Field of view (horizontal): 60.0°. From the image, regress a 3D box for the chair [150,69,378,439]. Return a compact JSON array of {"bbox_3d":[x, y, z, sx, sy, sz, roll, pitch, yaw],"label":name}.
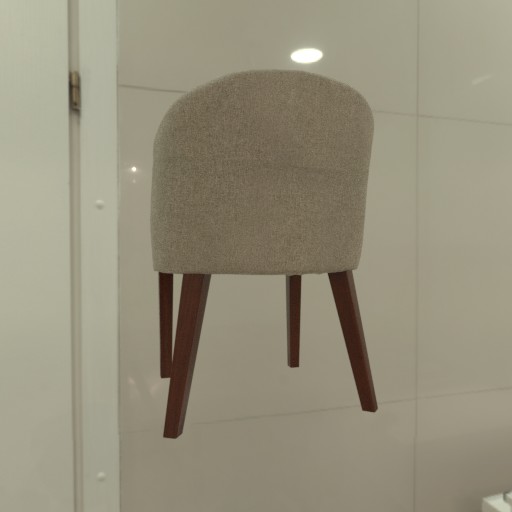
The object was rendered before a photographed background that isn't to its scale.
[{"bbox_3d":[0.000,0.000,1.251,0.583,0.811,0.655,0,1,-17],"label":"chair"}]
